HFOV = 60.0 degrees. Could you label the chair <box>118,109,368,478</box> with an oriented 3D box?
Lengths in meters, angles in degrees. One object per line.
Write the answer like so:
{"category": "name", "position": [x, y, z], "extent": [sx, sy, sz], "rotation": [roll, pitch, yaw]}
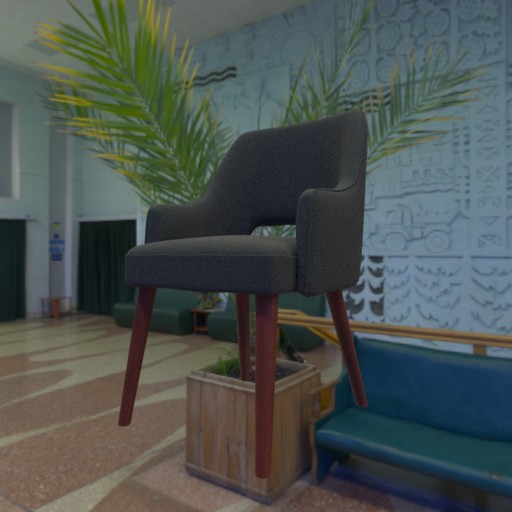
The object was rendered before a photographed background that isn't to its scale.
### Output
{"category": "chair", "position": [0.000, 0.000, 1.189], "extent": [0.559, 0.838, 0.560], "rotation": [0, 0, 36]}
